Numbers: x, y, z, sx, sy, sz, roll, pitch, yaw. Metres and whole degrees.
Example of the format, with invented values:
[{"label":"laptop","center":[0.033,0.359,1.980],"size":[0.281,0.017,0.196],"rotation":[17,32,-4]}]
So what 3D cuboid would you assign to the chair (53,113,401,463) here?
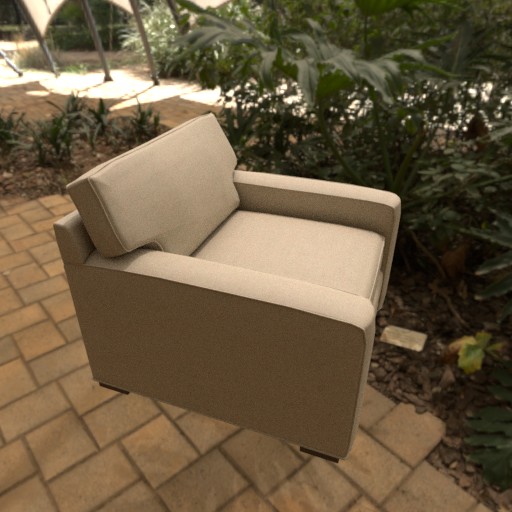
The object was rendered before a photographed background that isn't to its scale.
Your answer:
[{"label":"chair","center":[0.000,0.000,1.810],"size":[1.043,0.913,0.998],"rotation":[11,33,17]}]
